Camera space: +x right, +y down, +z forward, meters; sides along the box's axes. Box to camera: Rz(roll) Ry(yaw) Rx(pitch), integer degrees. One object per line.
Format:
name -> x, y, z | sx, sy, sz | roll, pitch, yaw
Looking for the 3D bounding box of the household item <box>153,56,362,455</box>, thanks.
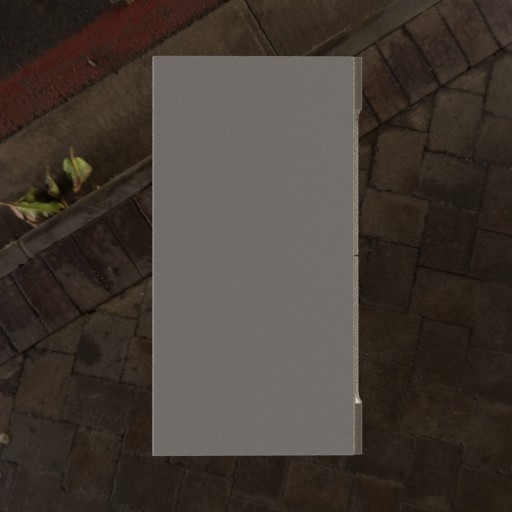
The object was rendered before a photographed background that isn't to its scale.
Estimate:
household item -> 0.000, 0.000, 1.323 | 0.420, 0.870, 0.800 | 0, 90, 0
